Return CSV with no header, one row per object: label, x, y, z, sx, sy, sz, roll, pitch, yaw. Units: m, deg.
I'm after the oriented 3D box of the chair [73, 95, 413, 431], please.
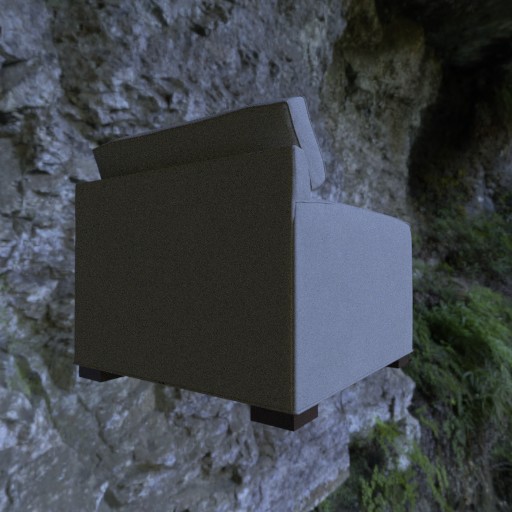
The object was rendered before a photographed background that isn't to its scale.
chair,0.000,0.000,1.843,0.999,0.934,1.044,-1,-1,36
